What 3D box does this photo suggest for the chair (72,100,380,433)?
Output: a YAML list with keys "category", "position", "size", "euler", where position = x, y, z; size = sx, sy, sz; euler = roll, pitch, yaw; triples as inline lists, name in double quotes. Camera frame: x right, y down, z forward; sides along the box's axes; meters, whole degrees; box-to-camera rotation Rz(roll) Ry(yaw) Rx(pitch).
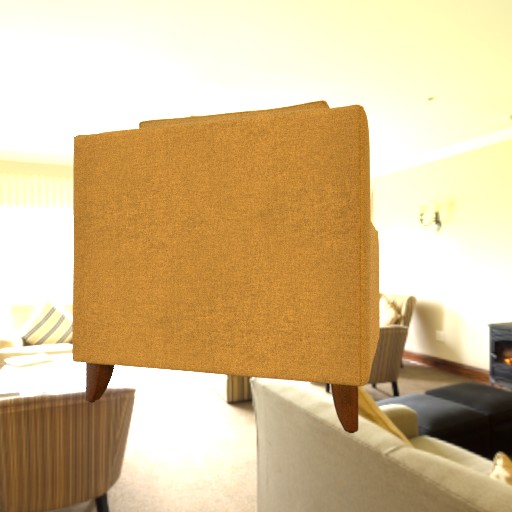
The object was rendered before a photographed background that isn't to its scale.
- category: "chair"
  position: [0.000, 0.000, 1.573]
  size: [0.838, 0.864, 0.918]
  euler: [0, -1, 18]
